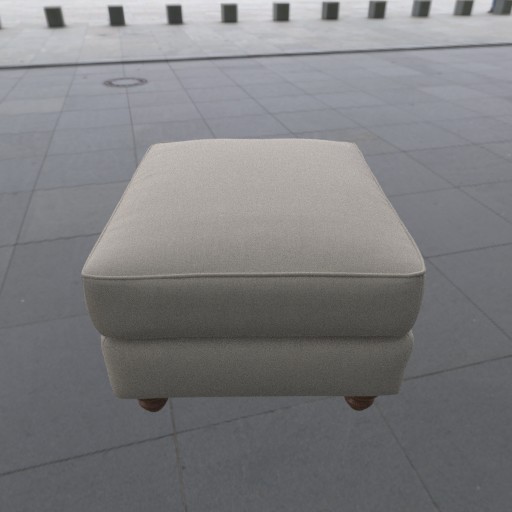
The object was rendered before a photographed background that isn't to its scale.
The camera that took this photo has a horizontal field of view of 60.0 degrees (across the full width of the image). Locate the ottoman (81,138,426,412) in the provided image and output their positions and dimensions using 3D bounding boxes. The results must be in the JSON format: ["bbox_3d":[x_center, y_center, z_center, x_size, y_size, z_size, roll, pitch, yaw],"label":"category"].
[{"bbox_3d":[0.000,0.000,1.163,0.662,0.505,0.716,0,33,0],"label":"ottoman"}]
